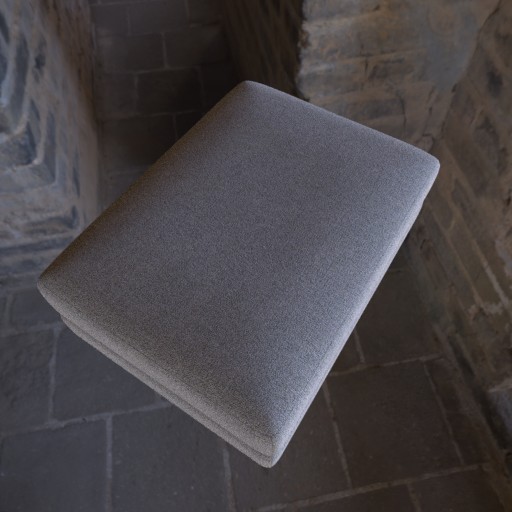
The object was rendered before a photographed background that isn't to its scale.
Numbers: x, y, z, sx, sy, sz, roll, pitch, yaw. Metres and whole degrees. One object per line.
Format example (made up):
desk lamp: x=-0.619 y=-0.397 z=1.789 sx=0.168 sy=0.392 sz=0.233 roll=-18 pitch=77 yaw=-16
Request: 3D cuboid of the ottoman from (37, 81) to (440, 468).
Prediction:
ottoman: x=0.000 y=0.000 z=1.166 sx=0.611 sy=0.441 sz=0.821 roll=29 pitch=62 yaw=17
